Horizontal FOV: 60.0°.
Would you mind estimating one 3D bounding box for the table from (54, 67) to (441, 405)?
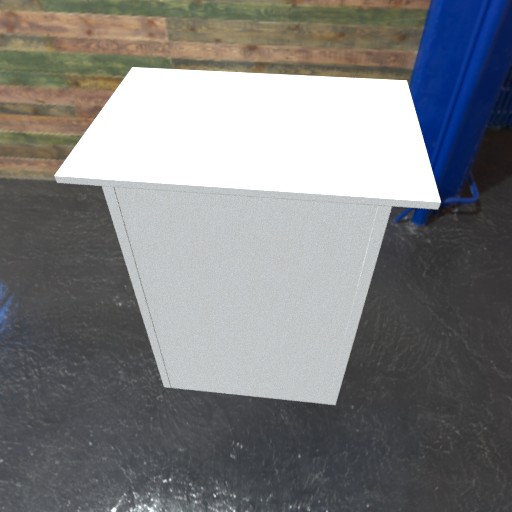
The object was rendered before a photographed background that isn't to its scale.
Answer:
[{"bbox_3d":[0.000,0.000,1.066,0.589,0.711,0.406,5,46,4],"label":"table"}]
